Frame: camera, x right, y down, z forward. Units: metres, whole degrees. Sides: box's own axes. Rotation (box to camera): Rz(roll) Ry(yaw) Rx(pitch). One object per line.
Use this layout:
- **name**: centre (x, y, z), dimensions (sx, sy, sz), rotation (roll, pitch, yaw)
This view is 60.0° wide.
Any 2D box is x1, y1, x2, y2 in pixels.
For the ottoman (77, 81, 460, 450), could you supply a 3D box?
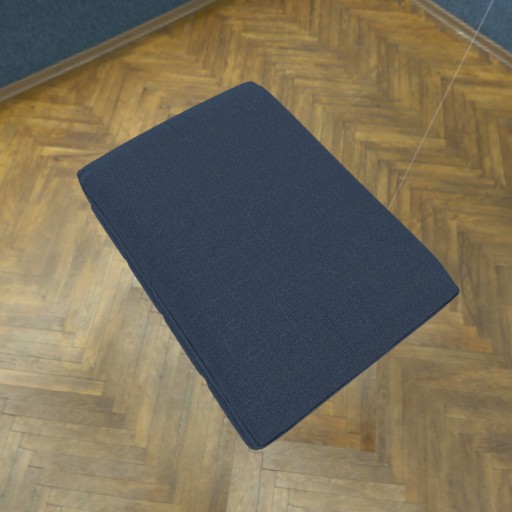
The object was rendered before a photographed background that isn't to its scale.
- **ottoman**: centre (0.000, 0.000, 1.135), dimensions (0.558, 0.486, 0.767), rotation (-33, 68, -15)
